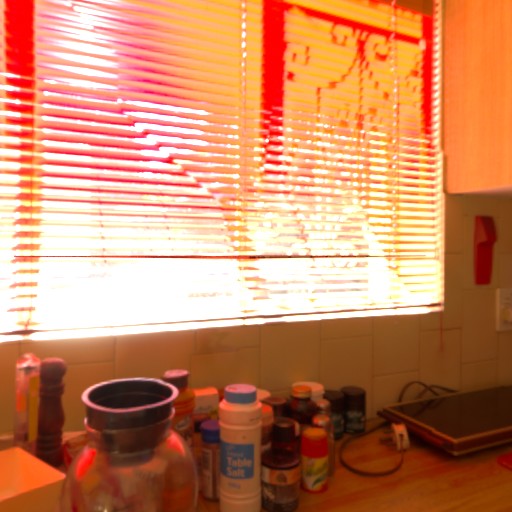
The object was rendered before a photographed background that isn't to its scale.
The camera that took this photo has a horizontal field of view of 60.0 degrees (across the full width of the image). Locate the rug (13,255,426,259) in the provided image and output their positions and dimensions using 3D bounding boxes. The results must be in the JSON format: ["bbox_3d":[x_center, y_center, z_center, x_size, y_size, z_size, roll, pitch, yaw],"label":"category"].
[{"bbox_3d":[0.000,0.000,2.252,1.223,0.008,1.817,0,0,35],"label":"rug"}]
